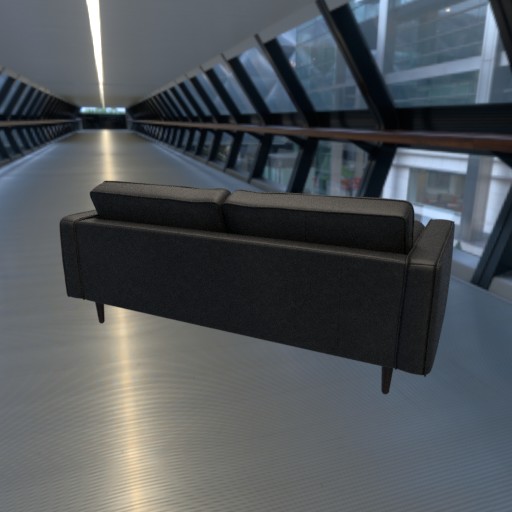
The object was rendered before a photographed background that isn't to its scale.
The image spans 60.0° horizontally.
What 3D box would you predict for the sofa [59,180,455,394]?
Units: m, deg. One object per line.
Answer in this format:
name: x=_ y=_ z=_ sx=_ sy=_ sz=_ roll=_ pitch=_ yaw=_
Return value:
sofa: x=0.000 y=0.000 z=2.338 sx=1.879 sy=0.770 sz=0.921 roll=8 pitch=18 yaw=25
